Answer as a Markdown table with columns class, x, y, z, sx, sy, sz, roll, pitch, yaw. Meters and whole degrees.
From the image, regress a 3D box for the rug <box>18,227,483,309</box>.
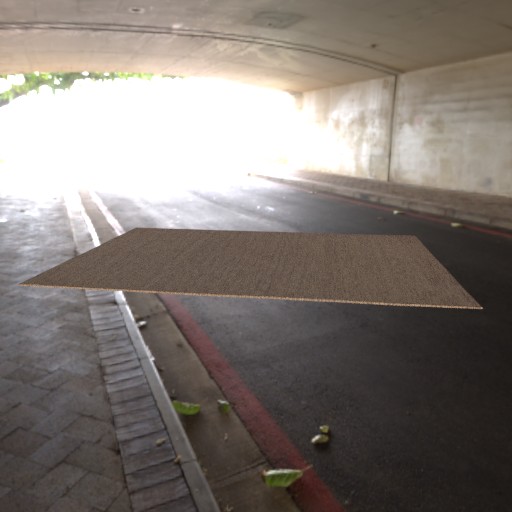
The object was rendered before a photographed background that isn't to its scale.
| class | x | y | z | sx | sy | sz | roll | pitch | yaw |
| --- | --- | --- | --- | --- | --- | --- | --- | --- | --- |
| rug | 0.000 | 0.000 | 2.318 | 1.840 | 0.013 | 1.225 | 2 | 15 | 8 |
